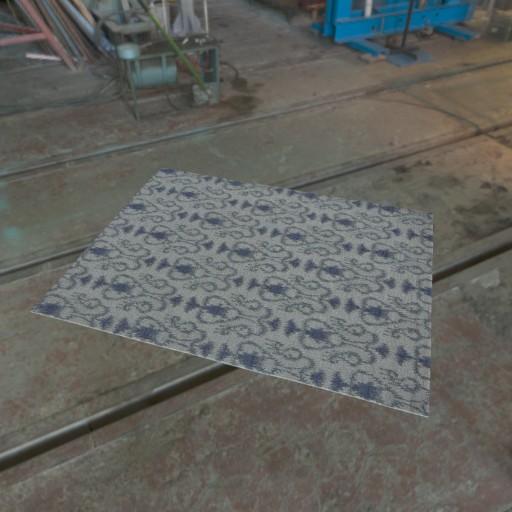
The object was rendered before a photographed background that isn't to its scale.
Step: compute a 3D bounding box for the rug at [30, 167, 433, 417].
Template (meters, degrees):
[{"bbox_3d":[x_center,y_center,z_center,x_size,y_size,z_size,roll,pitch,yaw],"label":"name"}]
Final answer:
[{"bbox_3d":[0.000,0.000,4.207,3.205,0.015,2.437,12,43,13],"label":"rug"}]
